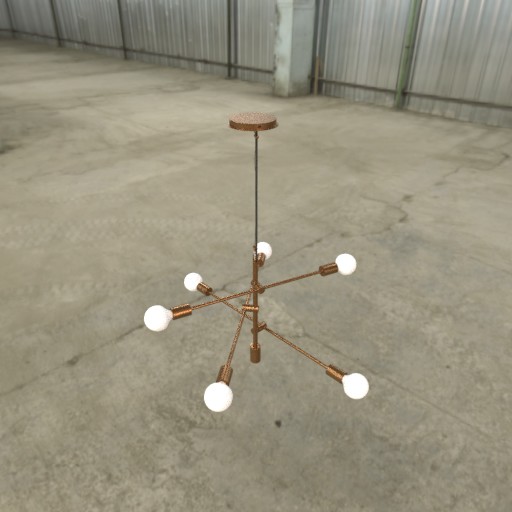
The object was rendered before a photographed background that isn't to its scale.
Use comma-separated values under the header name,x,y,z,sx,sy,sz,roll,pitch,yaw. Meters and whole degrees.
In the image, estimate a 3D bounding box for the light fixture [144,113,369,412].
name,x,y,z,sx,sy,sz,roll,pitch,yaw
light fixture,0.000,0.000,1.224,0.637,0.744,0.682,-8,31,-14
